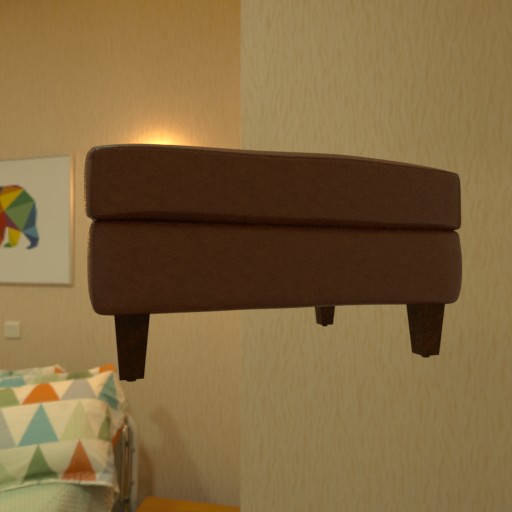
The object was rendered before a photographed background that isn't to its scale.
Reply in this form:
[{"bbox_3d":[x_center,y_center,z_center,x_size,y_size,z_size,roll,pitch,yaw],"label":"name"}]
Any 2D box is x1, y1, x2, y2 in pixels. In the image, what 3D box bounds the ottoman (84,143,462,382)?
[{"bbox_3d":[0.000,0.000,1.208,0.851,0.485,0.650,0,-1,-18],"label":"ottoman"}]
